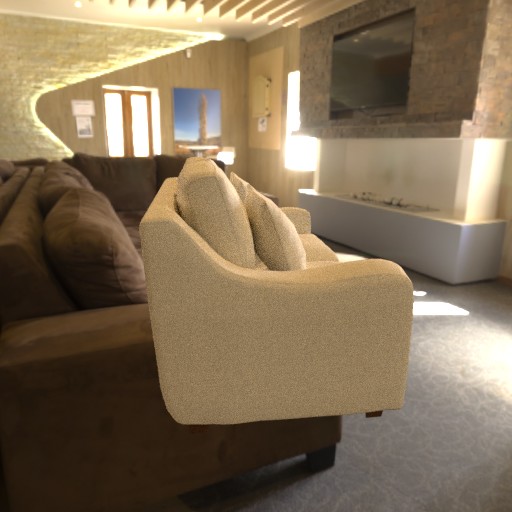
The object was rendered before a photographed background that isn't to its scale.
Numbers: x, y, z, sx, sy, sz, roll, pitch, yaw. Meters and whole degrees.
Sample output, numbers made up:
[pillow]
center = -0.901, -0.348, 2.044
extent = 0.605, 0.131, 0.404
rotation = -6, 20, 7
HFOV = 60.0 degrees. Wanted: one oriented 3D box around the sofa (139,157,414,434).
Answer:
[sofa]
center = 0.000, 0.000, 2.439
extent = 1.040, 1.047, 1.744
rotation = -2, 15, -8
